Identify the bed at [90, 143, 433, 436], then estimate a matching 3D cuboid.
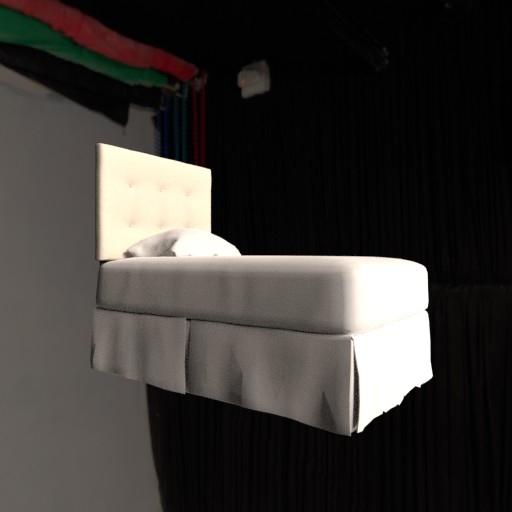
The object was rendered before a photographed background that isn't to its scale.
[{"bbox_3d":[0.000,0.000,2.964,1.997,1.571,1.261,0,0,36],"label":"bed"}]
